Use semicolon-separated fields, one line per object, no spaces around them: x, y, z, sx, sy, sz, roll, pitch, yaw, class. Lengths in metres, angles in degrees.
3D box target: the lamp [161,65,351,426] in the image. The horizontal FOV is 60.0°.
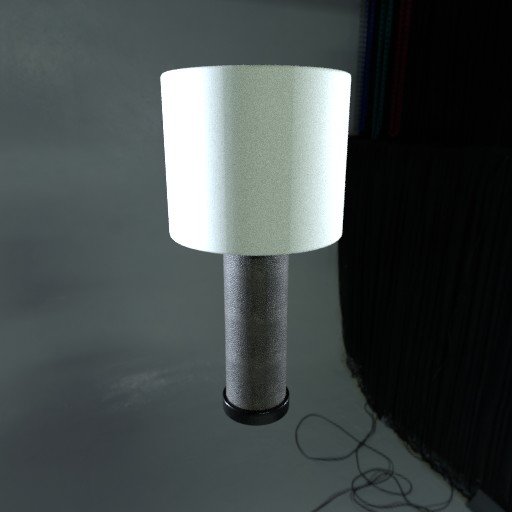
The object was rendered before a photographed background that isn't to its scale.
0.000;0.000;0.814;0.305;0.634;0.305;-9;19;-27;lamp
